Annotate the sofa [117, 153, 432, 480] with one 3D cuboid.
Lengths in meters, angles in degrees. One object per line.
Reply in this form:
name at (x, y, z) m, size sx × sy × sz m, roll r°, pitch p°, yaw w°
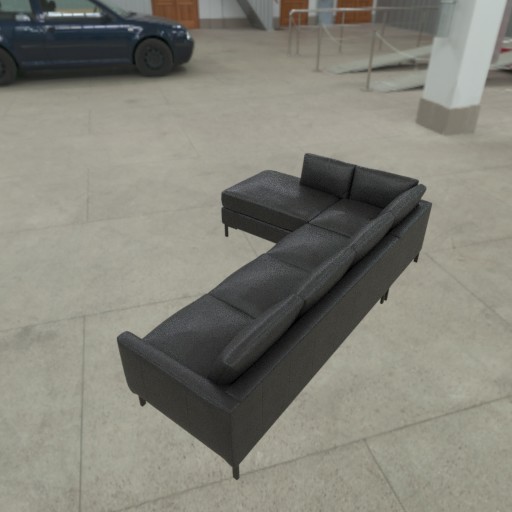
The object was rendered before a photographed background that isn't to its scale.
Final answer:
sofa at (0.000, 0.000, 3.751) m, size 1.938 × 0.877 × 2.984 m, roll 22°, pitch 39°, yaw 31°
